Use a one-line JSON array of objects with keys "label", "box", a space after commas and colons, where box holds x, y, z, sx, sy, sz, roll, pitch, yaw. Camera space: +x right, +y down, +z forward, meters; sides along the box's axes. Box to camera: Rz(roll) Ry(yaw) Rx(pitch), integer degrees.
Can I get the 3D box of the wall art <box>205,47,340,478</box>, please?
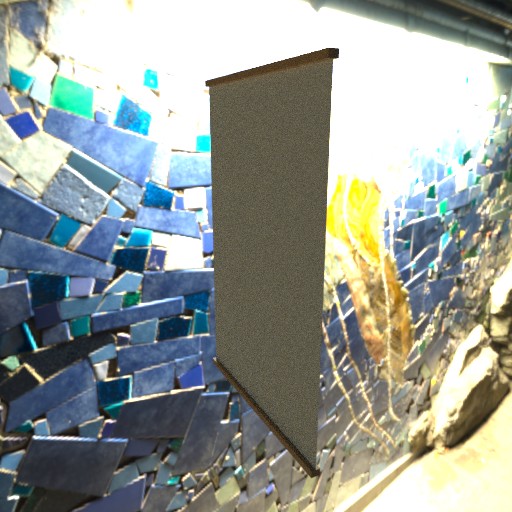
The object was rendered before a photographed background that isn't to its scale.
[{"label": "wall art", "box": [0.000, 0.000, 1.297, 0.027, 1.020, 0.669, -8, 18, -26]}]
